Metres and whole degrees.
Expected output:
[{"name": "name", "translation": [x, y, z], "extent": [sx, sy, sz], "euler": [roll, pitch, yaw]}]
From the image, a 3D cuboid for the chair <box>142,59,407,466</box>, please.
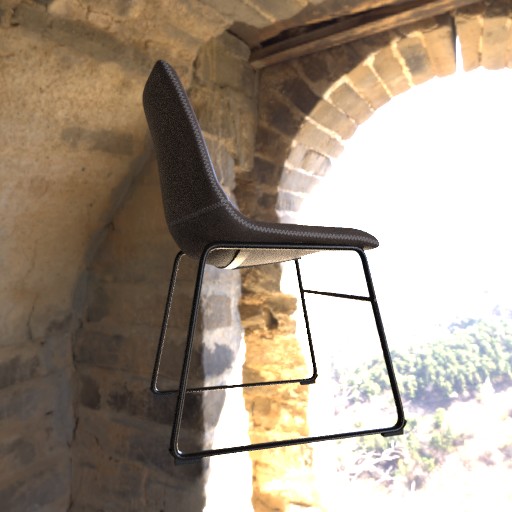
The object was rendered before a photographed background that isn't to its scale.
[{"name": "chair", "translation": [0.000, 0.000, 1.102], "extent": [0.550, 0.780, 0.460], "euler": [0, -1, -18]}]
